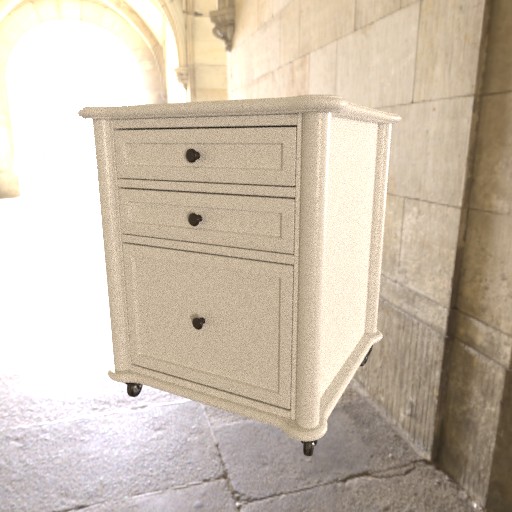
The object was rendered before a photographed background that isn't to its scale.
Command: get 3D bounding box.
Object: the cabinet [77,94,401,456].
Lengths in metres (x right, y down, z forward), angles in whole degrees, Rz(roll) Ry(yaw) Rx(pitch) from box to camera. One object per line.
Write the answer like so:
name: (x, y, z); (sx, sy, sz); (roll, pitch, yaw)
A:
cabinet: (0.000, 0.000, 1.219); (0.628, 0.761, 0.627); (7, 16, 27)
